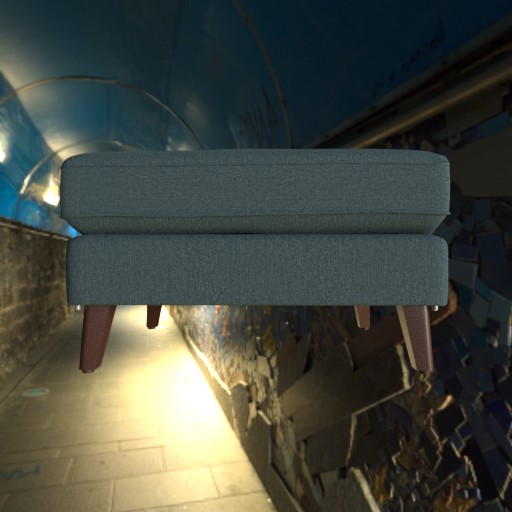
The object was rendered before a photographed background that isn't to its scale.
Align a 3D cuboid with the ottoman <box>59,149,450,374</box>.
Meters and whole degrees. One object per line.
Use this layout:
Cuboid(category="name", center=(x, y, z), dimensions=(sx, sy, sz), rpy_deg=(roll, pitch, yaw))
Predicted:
Cuboid(category="ottoman", center=(0.000, 0.000, 1.226), dimensions=(0.835, 0.503, 0.629), rpy_deg=(0, 0, 1))
